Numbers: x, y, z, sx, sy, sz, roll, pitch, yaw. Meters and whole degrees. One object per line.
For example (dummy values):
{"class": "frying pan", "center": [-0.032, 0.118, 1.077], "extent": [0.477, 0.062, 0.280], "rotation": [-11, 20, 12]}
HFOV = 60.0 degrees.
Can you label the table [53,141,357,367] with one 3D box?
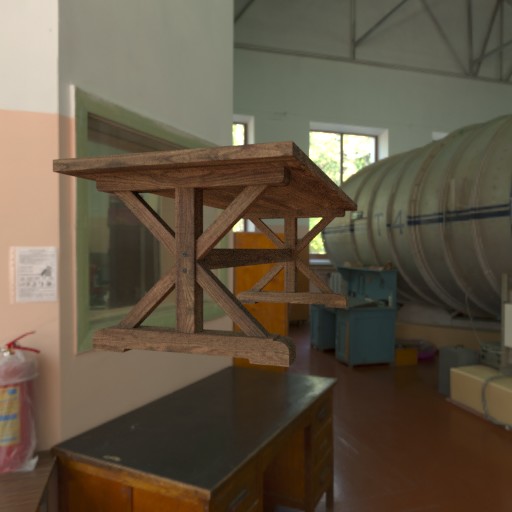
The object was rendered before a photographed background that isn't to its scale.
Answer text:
{"class": "table", "center": [0.000, 0.000, 2.458], "extent": [0.907, 0.733, 2.031], "rotation": [0, 1, 18]}
